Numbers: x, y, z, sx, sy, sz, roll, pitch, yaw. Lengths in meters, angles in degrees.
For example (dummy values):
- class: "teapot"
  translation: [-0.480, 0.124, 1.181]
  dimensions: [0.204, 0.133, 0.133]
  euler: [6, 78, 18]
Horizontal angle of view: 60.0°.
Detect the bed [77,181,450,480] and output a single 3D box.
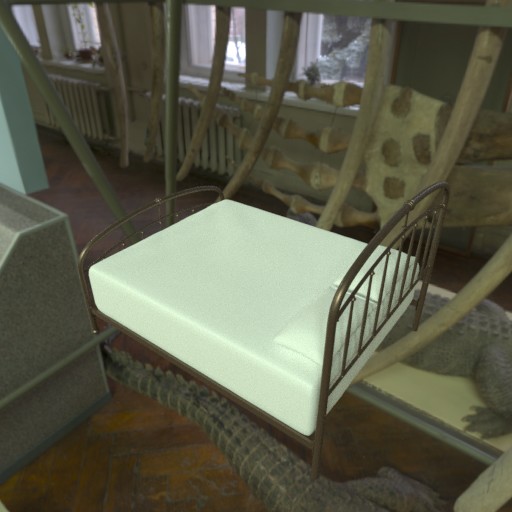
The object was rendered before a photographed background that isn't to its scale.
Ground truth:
- class: "bed"
  translation: [0.000, 0.000, 3.340]
  dimensions: [2.168, 1.475, 1.711]
  euler: [21, 37, 31]
